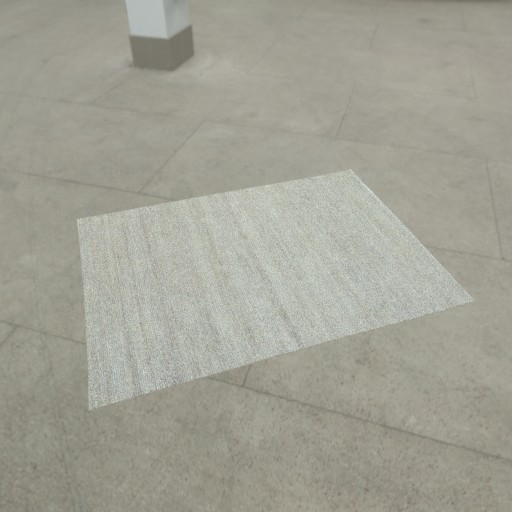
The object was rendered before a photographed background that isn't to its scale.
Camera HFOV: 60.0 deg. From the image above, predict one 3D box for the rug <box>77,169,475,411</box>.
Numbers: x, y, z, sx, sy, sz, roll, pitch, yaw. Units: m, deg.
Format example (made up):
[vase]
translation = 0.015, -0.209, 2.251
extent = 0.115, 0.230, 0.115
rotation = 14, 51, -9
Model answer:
[rug]
translation = 0.000, 0.000, 2.975
extent = 2.264, 0.030, 1.624
rotation = -12, 43, -14
